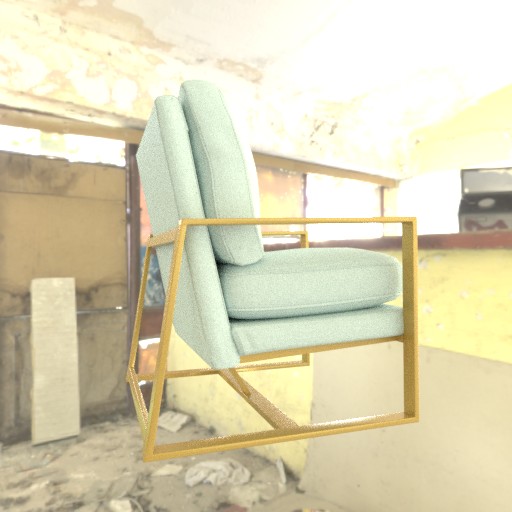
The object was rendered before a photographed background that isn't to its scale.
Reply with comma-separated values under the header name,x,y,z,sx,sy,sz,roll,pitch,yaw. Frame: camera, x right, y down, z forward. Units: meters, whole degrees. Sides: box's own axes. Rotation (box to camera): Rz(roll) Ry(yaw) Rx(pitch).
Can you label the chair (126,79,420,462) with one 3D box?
name,x,y,z,sx,sy,sz,roll,pitch,yaw
chair,0.000,0.000,1.511,0.813,0.956,0.758,0,0,-19
